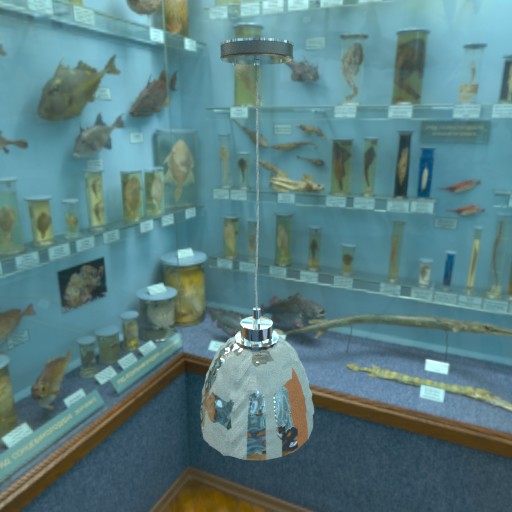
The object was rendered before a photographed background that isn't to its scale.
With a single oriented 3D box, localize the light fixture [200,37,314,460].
[{"bbox_3d":[0.000,0.000,1.732,0.496,1.511,0.500,8,18,26],"label":"light fixture"}]
